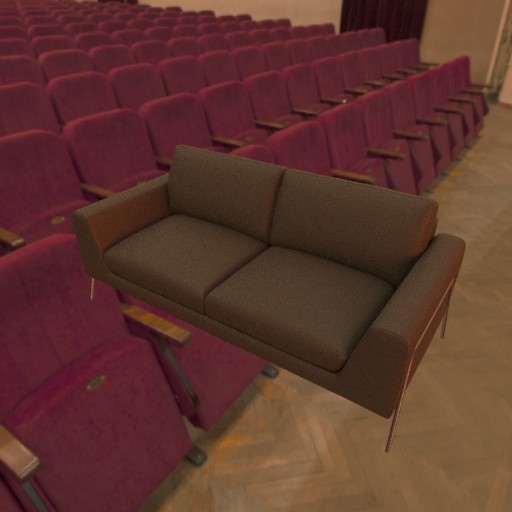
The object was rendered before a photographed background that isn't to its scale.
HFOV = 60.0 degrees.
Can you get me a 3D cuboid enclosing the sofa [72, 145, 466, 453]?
[{"bbox_3d":[0.000,0.000,2.518,2.017,0.875,0.953,19,35,29],"label":"sofa"}]
